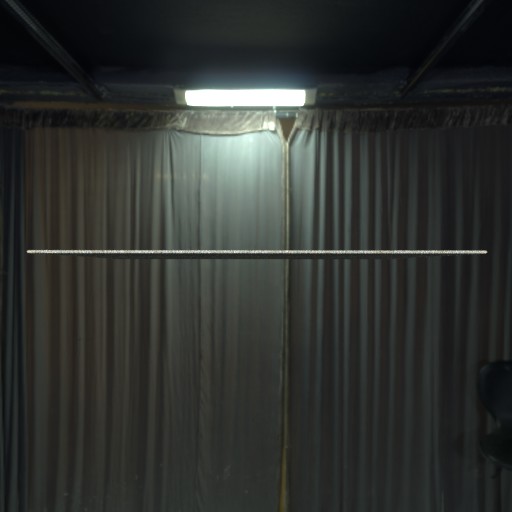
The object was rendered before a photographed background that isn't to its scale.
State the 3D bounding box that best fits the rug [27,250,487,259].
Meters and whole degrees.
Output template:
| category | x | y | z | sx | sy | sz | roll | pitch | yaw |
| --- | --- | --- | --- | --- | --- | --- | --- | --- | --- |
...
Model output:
| category | x | y | z | sx | sy | sz | roll | pitch | yaw |
| --- | --- | --- | --- | --- | --- | --- | --- | --- | --- |
| rug | 0.000 | 0.000 | 2.371 | 1.824 | 0.010 | 1.240 | 0 | -2 | -1 |
